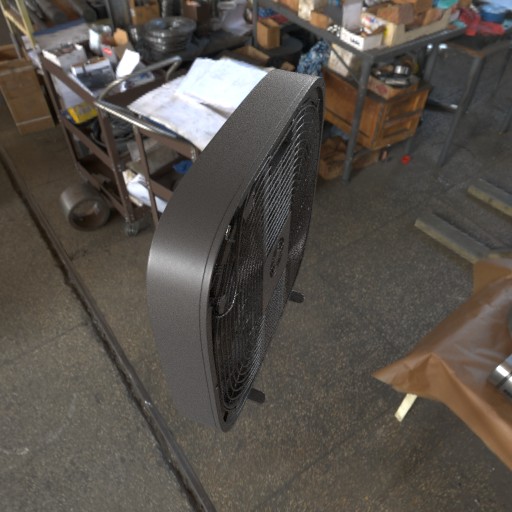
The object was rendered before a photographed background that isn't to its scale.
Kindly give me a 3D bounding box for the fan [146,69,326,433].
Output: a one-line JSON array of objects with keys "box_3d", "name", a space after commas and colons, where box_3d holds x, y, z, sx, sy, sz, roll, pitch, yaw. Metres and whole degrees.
[{"box_3d": [0.000, 0.000, 0.793, 0.142, 0.533, 0.526, 16, 49, 14], "name": "fan"}]
